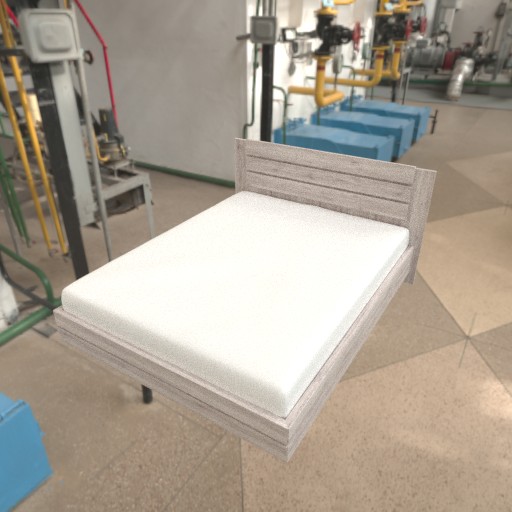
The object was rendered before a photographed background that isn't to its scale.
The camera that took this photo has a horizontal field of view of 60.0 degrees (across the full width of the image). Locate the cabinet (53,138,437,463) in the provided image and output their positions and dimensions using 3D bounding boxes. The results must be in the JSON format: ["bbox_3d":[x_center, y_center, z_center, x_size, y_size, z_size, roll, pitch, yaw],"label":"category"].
[{"bbox_3d":[0.000,0.000,3.046,1.750,0.970,2.080,17,33,28],"label":"cabinet"}]
